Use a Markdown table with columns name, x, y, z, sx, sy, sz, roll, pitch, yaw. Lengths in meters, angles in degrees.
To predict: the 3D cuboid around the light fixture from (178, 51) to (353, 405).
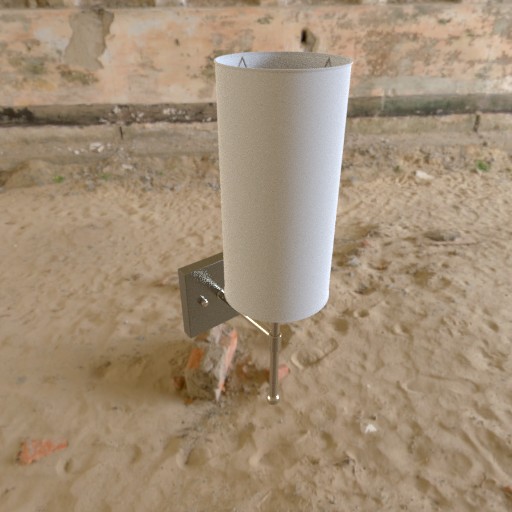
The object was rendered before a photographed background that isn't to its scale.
| name | x | y | z | sx | sy | sz | roll | pitch | yaw |
| --- | --- | --- | --- | --- | --- | --- | --- | --- | --- |
| light fixture | 0.000 | 0.000 | 0.556 | 0.128 | 0.462 | 0.208 | -22 | 37 | -32 |
